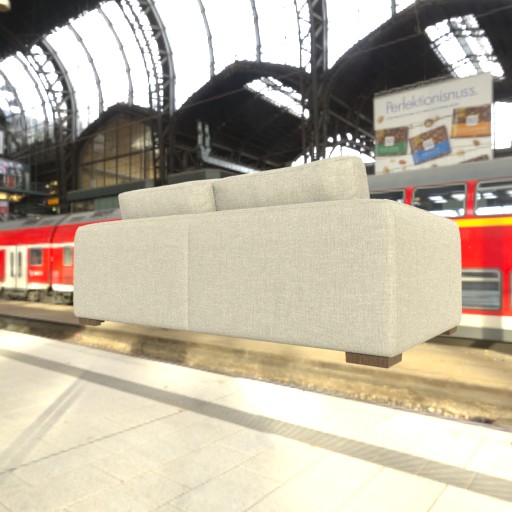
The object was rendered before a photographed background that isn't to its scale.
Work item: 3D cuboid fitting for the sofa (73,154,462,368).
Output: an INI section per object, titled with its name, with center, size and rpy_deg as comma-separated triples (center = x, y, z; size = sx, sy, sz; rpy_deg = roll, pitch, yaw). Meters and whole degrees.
[sofa]
center = 0.000, 0.000, 2.451
size = 1.920, 0.800, 1.069
rpy_deg = -1, -1, 37
